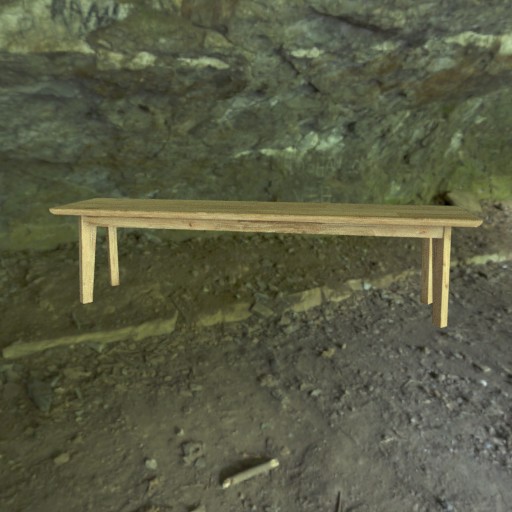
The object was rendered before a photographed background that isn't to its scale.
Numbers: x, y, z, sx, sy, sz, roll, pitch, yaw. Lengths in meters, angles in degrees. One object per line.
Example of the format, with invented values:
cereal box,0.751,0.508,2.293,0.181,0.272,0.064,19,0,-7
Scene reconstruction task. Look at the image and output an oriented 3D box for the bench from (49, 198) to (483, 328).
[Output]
bench,0.000,0.000,1.944,1.698,0.431,0.378,3,14,10
